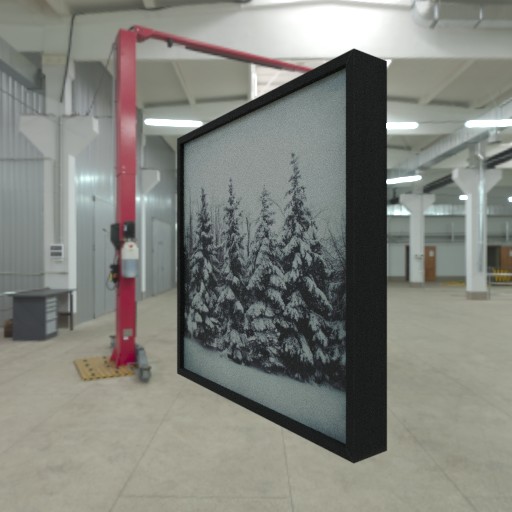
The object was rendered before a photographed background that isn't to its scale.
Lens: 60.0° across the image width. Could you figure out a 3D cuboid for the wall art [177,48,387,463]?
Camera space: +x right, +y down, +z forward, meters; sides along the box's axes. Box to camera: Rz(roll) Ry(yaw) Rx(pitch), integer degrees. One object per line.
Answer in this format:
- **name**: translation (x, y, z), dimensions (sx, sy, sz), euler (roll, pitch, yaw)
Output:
- **wall art**: translation (0.000, 0.000, 0.461), dimensions (0.037, 0.305, 0.305), euler (0, 0, -35)
